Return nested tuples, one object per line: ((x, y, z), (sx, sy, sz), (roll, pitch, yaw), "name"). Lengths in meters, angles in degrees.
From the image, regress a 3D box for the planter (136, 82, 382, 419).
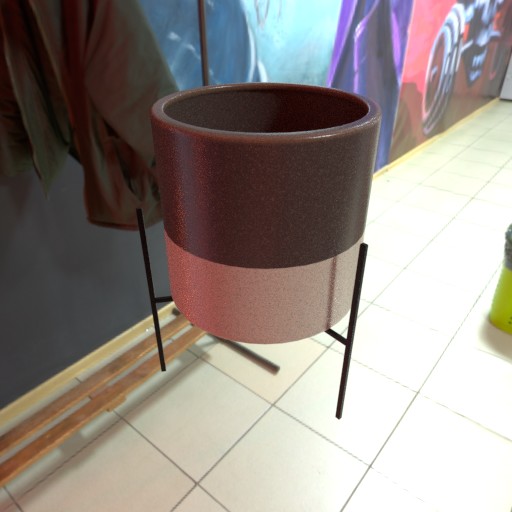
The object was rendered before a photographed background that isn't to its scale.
((0.000, 0.000, 0.535), (0.260, 0.353, 0.250), (-10, 33, -15), "planter")
